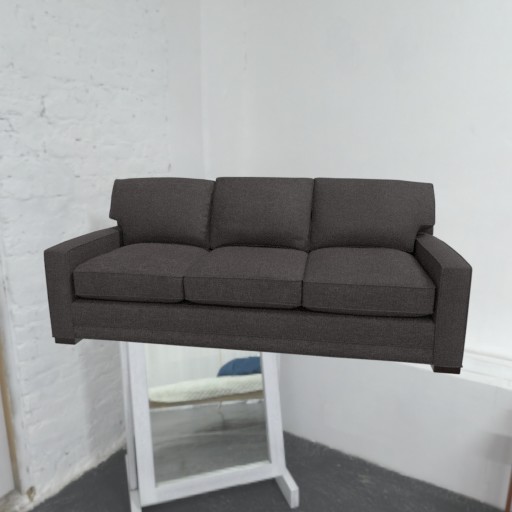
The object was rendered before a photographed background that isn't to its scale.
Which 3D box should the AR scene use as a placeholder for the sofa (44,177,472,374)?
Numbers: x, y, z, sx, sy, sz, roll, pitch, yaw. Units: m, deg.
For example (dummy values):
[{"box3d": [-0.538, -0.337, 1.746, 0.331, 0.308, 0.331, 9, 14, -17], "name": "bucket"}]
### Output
[{"box3d": [0.000, 0.000, 2.880, 2.369, 0.978, 1.004, 2, 13, 9], "name": "sofa"}]
